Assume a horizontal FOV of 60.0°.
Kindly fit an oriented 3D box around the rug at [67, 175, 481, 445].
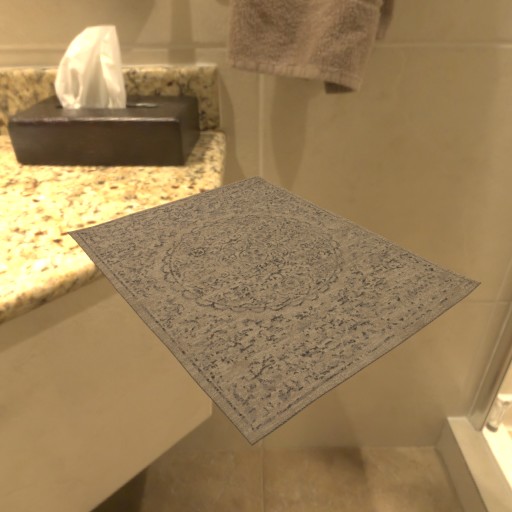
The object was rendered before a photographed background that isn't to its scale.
[{"bbox_3d":[0.000,0.000,3.916,2.343,0.026,2.925,-23,39,-31],"label":"rug"}]
